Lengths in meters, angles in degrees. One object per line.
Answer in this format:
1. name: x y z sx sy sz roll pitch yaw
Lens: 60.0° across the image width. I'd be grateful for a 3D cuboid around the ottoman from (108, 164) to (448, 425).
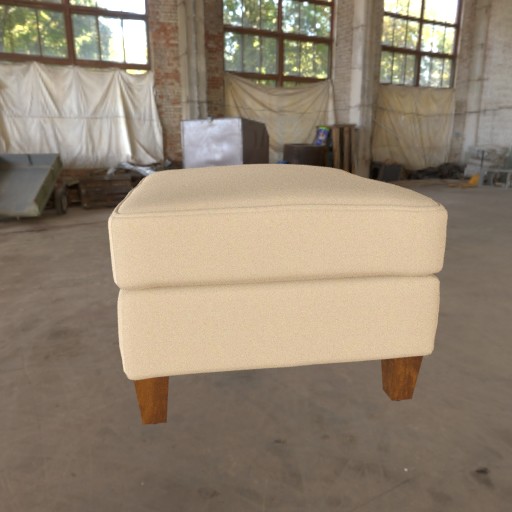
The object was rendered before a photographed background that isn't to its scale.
1. ottoman: 0.000 0.000 1.197 0.634 0.485 0.818 -2 15 -9
